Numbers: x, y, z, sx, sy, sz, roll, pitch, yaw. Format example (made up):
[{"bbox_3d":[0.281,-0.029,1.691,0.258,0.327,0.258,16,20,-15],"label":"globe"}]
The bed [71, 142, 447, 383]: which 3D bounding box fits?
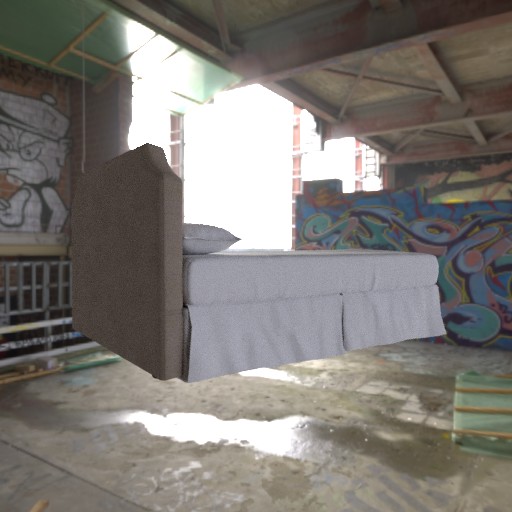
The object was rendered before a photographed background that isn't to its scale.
[{"bbox_3d":[0.000,0.000,3.687,2.498,1.293,1.977,-1,1,-36],"label":"bed"}]
